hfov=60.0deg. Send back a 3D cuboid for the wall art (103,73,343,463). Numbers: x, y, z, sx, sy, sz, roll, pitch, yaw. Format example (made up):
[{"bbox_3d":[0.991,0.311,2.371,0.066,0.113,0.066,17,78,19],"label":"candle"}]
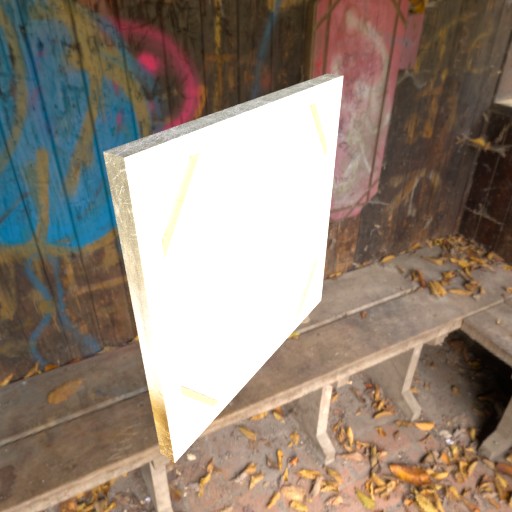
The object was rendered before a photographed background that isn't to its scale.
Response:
[{"bbox_3d":[0.000,0.000,0.910,0.038,0.610,0.610,20,38,28],"label":"wall art"}]
